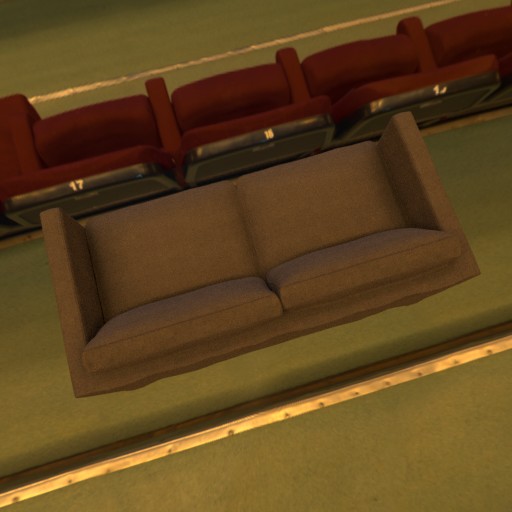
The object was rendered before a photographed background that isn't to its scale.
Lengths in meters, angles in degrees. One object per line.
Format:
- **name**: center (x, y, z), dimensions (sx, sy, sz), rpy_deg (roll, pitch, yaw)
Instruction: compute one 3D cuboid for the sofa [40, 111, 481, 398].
- **sofa**: center (0.000, 0.000, 2.404), dimensions (1.982, 0.855, 0.953), rpy_deg (-16, 76, -4)
